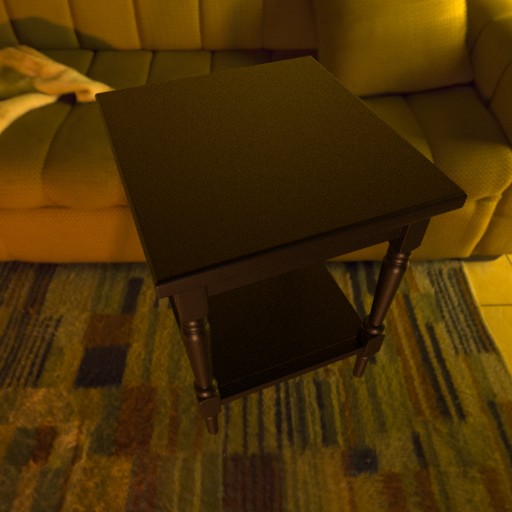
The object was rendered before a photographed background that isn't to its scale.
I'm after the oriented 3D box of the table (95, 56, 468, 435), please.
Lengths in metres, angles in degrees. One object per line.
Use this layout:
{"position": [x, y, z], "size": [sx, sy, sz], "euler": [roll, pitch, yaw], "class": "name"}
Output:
{"position": [0.000, 0.000, 0.917], "size": [0.442, 0.565, 0.488], "euler": [-16, 49, -15], "class": "table"}
